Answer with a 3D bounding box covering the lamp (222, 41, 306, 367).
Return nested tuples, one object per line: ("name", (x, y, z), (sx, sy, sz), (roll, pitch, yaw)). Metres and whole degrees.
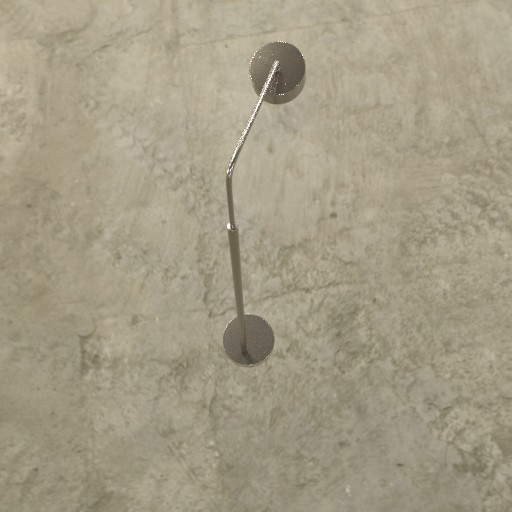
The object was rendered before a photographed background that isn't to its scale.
("lamp", (0.000, 0.000, 1.401), (0.222, 1.250, 0.421), (17, 64, 8))
